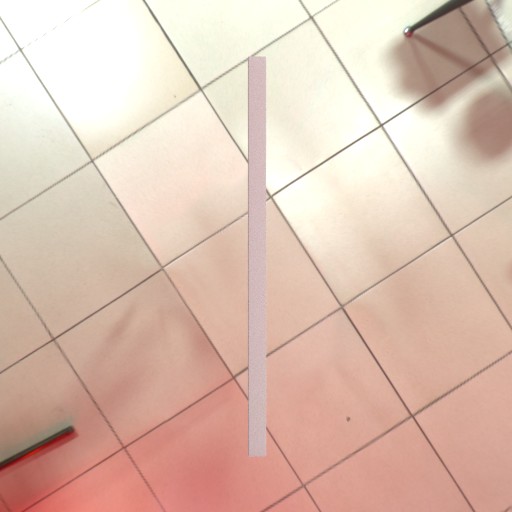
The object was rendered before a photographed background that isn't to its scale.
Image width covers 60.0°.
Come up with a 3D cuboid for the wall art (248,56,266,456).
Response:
[{"bbox_3d":[0.000,0.000,0.605,0.015,0.477,0.332,0,90,0],"label":"wall art"}]
